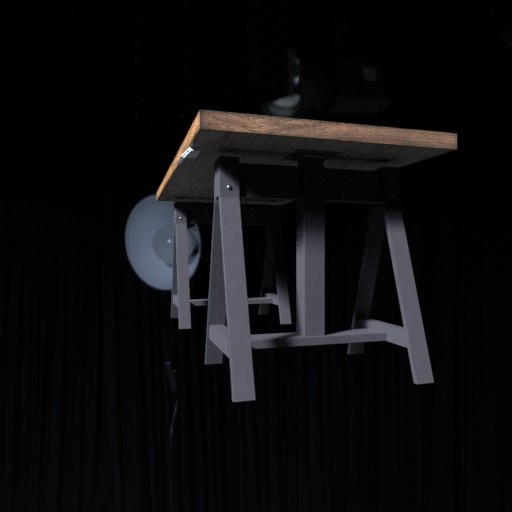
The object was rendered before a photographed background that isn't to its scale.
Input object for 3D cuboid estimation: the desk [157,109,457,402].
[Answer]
[{"bbox_3d":[0.000,0.000,1.926,0.784,0.725,1.543,0,0,-17],"label":"desk"}]
